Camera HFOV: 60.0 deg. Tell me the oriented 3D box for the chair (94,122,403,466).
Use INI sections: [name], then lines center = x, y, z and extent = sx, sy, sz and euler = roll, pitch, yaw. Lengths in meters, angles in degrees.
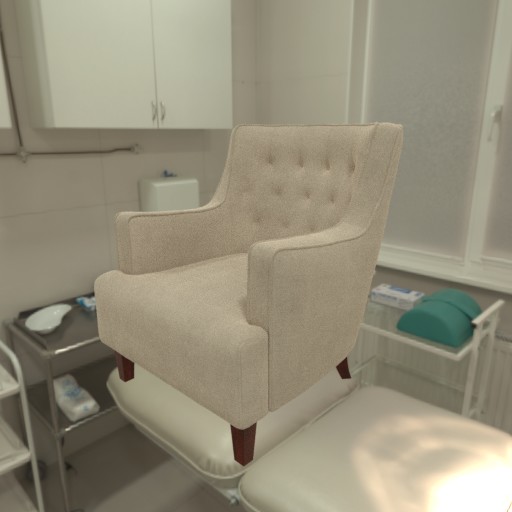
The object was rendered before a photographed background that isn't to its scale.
[chair]
center = 0.000, 0.000, 1.590
extent = 0.781, 0.920, 0.910
euler = 15, 21, 41
